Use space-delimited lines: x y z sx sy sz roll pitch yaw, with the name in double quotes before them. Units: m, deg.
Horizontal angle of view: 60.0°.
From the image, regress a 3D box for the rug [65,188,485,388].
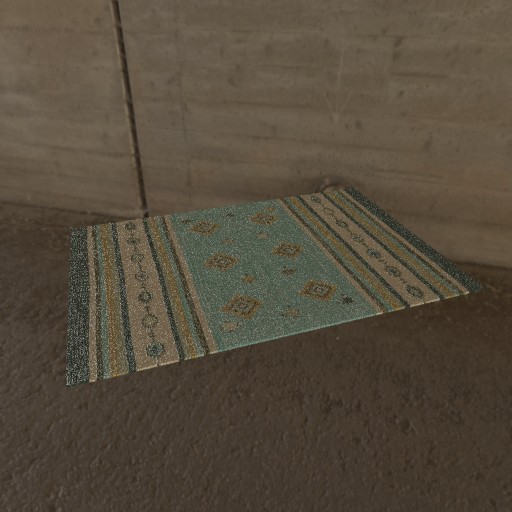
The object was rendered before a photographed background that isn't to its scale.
"rug" 0.000 0.000 2.280 1.811 0.010 1.212 -10 33 -16
